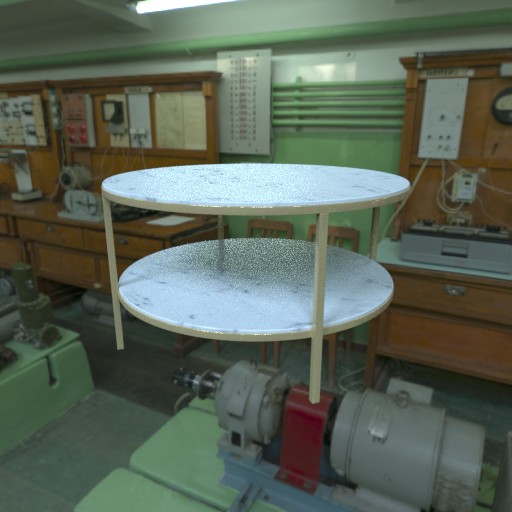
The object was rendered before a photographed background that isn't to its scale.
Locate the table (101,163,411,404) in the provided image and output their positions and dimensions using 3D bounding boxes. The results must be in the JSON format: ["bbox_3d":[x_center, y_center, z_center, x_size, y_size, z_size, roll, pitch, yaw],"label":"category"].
[{"bbox_3d":[0.000,0.000,1.271,0.800,0.450,0.800,0,17,0],"label":"table"}]
